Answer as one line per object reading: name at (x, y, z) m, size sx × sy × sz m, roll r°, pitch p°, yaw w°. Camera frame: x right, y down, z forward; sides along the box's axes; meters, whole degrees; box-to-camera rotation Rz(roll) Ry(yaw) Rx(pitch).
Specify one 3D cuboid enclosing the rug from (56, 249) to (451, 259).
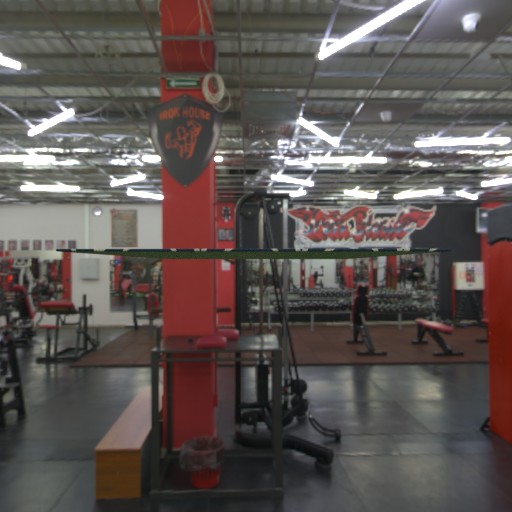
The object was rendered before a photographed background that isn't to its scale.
rug at (0.000, 0.000, 2.765) m, size 1.524 × 0.010 × 2.134 m, roll 0°, pitch -1°, yaw 1°
